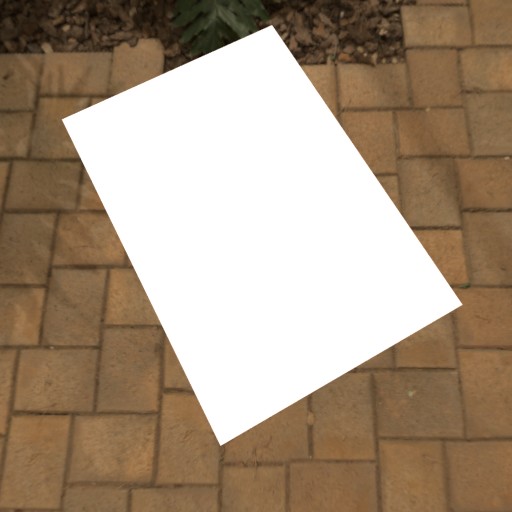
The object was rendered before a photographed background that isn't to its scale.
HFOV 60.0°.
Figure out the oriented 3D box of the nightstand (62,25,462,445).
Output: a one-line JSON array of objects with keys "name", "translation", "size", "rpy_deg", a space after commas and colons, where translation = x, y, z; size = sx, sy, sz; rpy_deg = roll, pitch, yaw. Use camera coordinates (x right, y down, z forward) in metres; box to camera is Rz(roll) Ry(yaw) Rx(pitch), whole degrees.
[{"name": "nightstand", "translation": [0.000, 0.000, 0.757], "size": [0.325, 0.460, 0.441], "rpy_deg": [-28, 76, -8]}]
